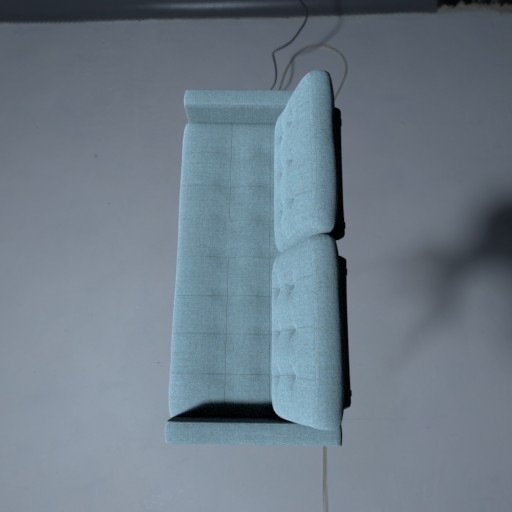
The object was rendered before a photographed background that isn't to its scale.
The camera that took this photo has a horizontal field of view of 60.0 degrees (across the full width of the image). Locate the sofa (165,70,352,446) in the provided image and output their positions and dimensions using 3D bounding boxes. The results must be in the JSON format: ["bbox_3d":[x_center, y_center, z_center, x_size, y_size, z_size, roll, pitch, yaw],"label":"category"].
[{"bbox_3d":[0.000,0.000,2.575,0.966,1.050,2.010,1,76,0],"label":"sofa"}]
